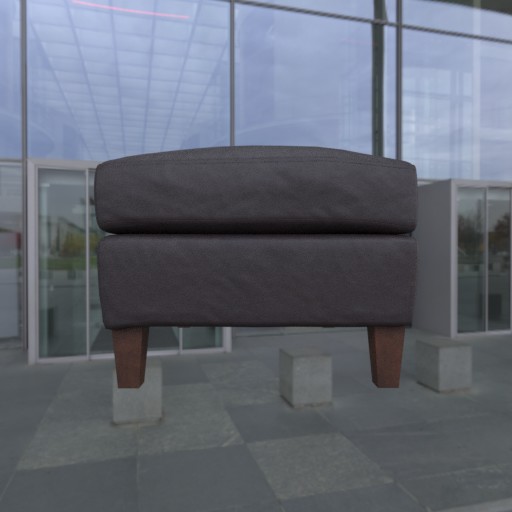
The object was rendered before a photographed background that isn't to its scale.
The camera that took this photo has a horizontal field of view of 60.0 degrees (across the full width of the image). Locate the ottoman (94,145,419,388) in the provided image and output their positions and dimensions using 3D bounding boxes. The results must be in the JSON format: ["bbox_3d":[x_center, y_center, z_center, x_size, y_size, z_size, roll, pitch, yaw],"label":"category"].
[{"bbox_3d":[0.000,0.000,1.277,0.659,0.529,0.887,0,1,0],"label":"ottoman"}]
